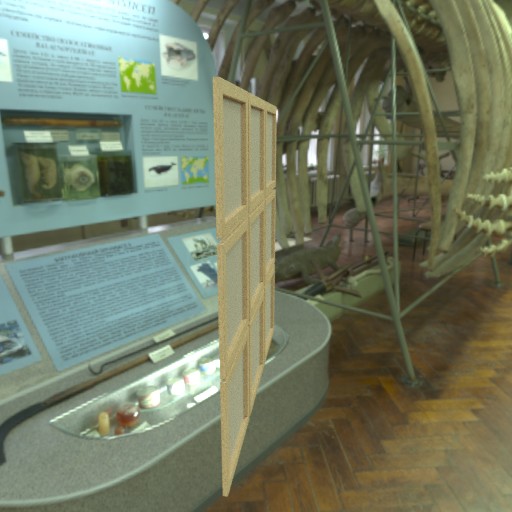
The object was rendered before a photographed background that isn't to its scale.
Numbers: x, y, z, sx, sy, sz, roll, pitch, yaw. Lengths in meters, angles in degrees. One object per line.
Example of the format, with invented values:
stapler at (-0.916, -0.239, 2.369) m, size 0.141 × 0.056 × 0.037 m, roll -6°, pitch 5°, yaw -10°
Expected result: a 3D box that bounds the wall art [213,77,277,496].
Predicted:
wall art at (0.000, 0.000, 1.786) m, size 0.016 × 1.207 × 1.217 m, roll 2°, pitch 16°, yaw 9°
